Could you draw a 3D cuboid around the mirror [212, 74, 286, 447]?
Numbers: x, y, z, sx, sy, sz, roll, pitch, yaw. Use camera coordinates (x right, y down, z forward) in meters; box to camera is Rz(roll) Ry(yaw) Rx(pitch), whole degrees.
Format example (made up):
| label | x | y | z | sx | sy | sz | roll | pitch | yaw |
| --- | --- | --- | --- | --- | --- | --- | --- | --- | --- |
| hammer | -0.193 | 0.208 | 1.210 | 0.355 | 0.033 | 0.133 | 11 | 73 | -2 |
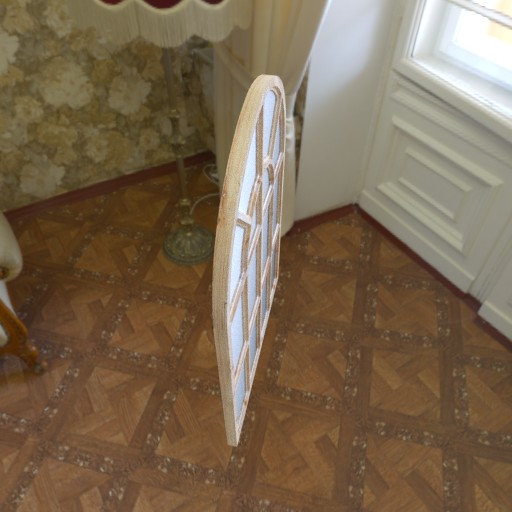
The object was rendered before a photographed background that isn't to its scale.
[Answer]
| label | x | y | z | sx | sy | sz | roll | pitch | yaw |
| --- | --- | --- | --- | --- | --- | --- | --- | --- | --- |
| mirror | 0.000 | 0.000 | 1.173 | 0.032 | 0.920 | 0.660 | 9 | 47 | 8 |
